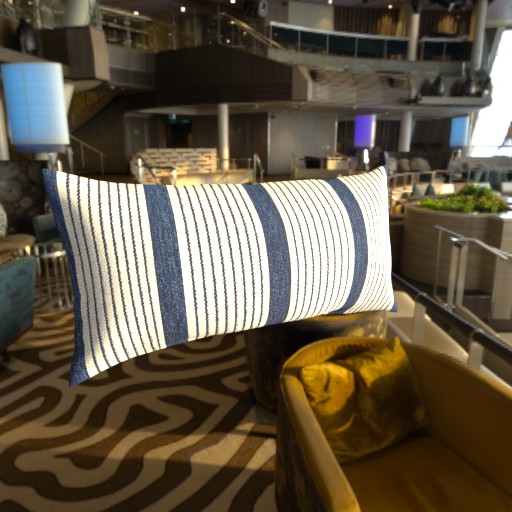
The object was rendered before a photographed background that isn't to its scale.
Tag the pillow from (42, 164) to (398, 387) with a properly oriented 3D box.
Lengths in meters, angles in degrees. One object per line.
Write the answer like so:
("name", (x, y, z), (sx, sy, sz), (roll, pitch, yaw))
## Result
("pillow", (0.000, 0.000, 0.731), (0.608, 0.292, 0.156), (-7, 15, -27))
